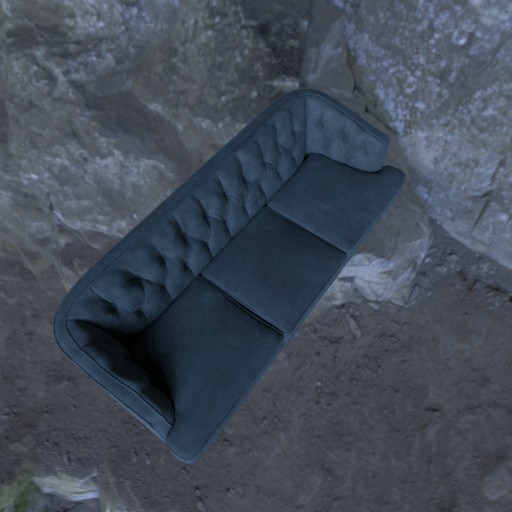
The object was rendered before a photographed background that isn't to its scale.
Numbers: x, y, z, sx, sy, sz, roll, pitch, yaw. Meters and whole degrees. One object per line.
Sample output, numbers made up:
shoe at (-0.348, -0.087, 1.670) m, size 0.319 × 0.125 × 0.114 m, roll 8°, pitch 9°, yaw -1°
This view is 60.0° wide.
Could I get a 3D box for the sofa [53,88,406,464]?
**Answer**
sofa at (0.000, 0.000, 2.727) m, size 0.941 × 0.855 × 2.278 m, roll 33°, pitch 64°, yaw 19°
